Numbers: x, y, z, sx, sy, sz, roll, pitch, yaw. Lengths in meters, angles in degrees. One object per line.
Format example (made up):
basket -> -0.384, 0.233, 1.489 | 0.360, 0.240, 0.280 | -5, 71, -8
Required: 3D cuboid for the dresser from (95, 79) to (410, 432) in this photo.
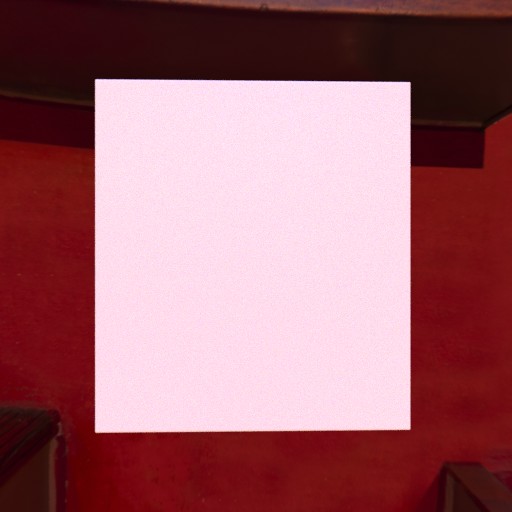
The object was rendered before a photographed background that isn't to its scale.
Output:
dresser -> 0.000, 0.000, 0.723 | 0.400, 0.360, 0.430 | 0, 90, -1
